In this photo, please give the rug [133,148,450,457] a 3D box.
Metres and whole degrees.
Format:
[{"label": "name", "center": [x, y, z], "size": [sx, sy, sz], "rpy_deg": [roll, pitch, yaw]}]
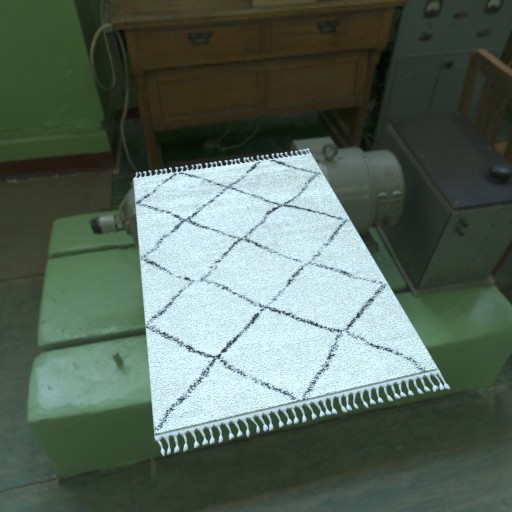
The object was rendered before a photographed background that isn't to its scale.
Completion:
[{"label": "rug", "center": [0.000, 0.000, 2.923], "size": [1.494, 0.031, 2.307], "rpy_deg": [-10, 47, -9]}]
